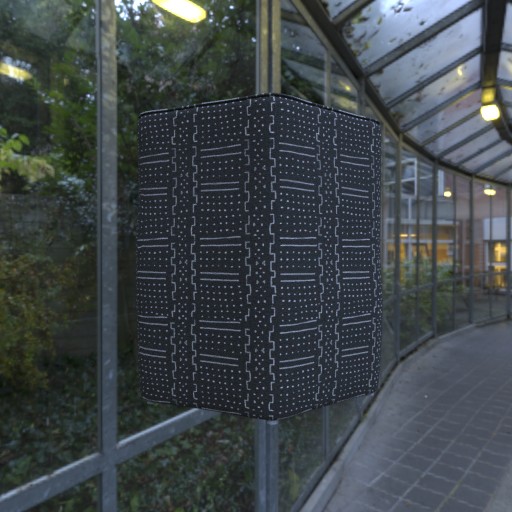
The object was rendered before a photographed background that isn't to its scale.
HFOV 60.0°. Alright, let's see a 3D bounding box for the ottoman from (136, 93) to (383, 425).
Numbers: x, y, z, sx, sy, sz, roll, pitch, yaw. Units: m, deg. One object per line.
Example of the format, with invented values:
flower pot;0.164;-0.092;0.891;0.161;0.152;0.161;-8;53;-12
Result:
ottoman;0.000;0.000;0.890;0.494;0.502;0.443;0;0;-37
